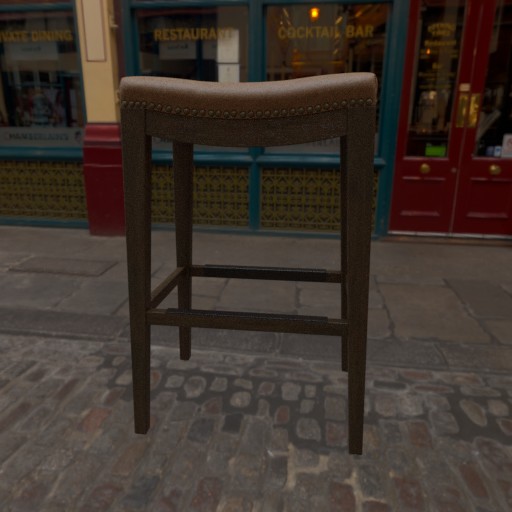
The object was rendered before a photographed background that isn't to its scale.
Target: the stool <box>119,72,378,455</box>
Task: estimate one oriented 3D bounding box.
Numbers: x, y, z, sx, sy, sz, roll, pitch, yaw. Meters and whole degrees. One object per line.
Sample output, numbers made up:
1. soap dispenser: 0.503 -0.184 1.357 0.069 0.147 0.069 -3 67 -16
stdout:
1. stool: 0.000 0.000 1.032 0.500 0.759 0.361 2 16 8
